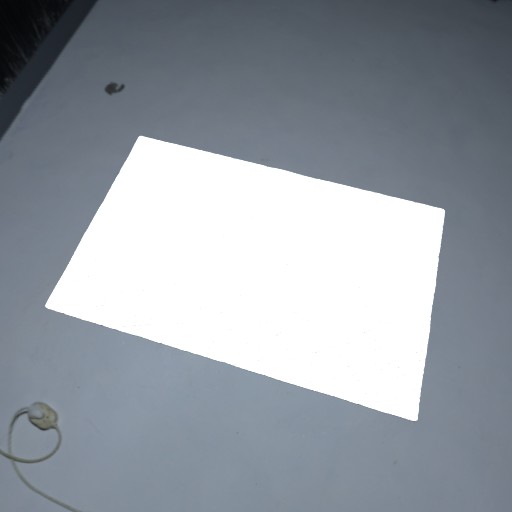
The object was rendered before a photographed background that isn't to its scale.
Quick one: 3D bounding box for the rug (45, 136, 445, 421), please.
[{"bbox_3d":[0.000,0.000,3.084,2.442,0.010,1.546,15,64,8],"label":"rug"}]
